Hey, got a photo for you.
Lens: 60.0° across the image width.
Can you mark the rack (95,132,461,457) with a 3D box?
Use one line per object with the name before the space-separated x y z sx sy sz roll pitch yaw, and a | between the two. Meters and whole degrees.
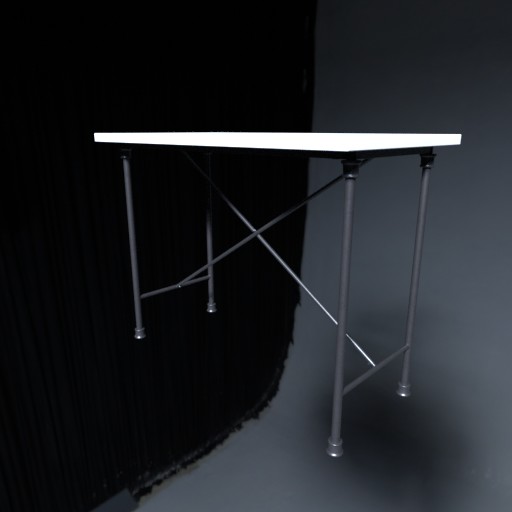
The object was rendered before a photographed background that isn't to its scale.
rack | 0.000 0.000 1.656 1.159 0.880 0.613 15 22 43
